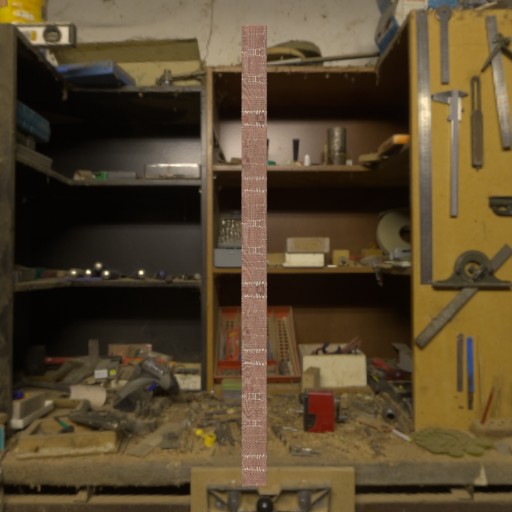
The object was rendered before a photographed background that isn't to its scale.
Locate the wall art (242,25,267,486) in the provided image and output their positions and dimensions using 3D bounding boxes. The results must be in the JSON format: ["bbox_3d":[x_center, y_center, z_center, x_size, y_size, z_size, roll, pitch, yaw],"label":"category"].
[{"bbox_3d":[0.000,0.000,0.775,0.029,0.531,0.531,0,0,0],"label":"wall art"}]
